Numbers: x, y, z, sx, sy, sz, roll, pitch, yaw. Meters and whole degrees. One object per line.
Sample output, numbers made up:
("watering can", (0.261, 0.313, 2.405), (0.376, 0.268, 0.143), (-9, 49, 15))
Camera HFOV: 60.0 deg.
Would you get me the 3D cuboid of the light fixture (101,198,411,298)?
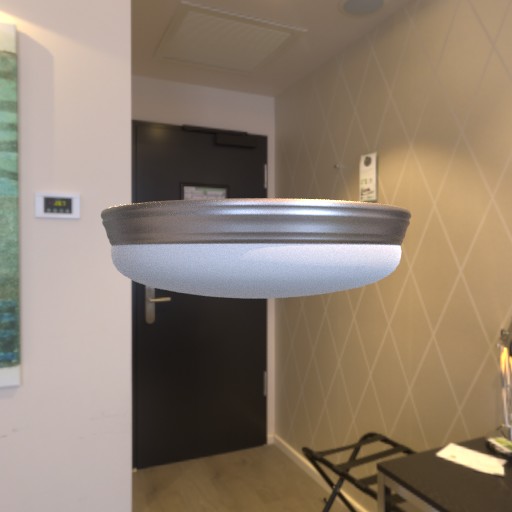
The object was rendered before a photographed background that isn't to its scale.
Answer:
("light fixture", (0.000, 0.000, 0.556), (0.368, 0.100, 0.368), (0, 1, 0))
